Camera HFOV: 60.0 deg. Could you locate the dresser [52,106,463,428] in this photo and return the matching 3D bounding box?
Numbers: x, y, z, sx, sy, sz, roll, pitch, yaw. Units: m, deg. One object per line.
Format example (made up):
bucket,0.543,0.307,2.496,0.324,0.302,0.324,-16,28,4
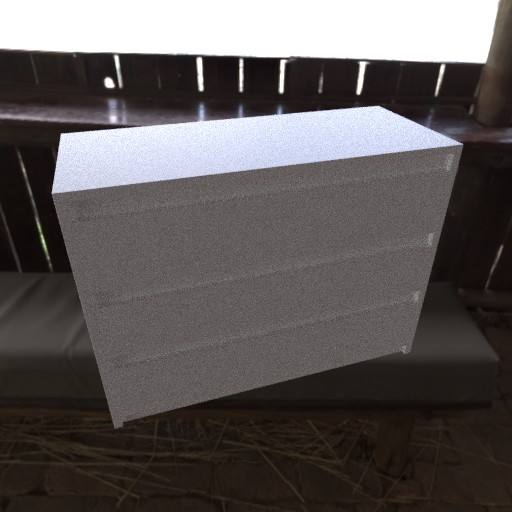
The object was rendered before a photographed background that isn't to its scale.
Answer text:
dresser,0.000,0.000,1.530,1.100,0.820,0.460,-10,34,-15
